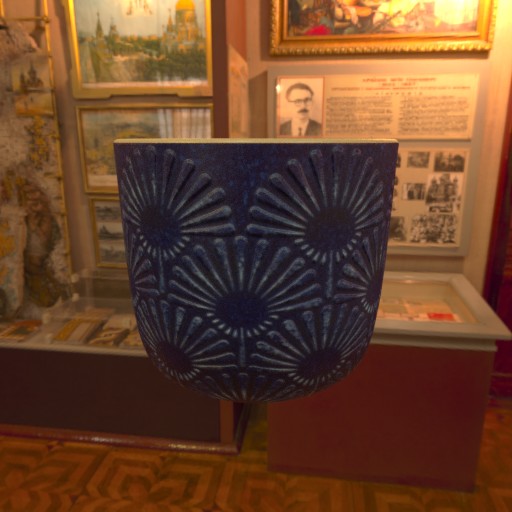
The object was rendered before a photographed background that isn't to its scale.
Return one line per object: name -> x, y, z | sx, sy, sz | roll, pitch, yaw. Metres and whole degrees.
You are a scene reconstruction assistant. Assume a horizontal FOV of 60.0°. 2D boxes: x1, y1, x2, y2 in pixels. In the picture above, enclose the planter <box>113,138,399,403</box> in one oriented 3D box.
planter -> 0.000, 0.000, 0.214 | 0.124, 0.109, 0.124 | 0, 15, 0
